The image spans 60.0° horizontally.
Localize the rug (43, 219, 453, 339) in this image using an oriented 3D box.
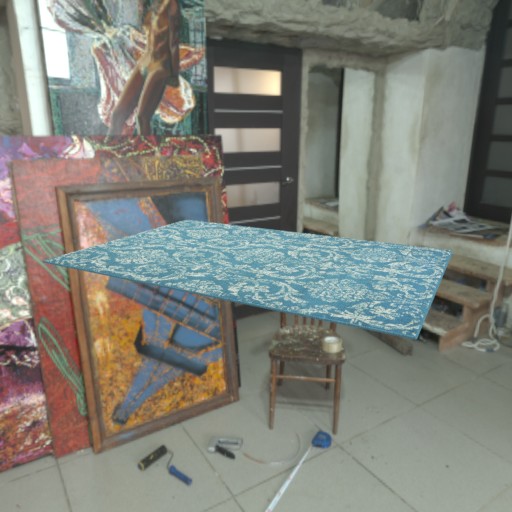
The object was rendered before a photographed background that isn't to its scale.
[{"bbox_3d":[0.000,0.000,3.543,2.746,0.018,1.816,8,18,27],"label":"rug"}]
